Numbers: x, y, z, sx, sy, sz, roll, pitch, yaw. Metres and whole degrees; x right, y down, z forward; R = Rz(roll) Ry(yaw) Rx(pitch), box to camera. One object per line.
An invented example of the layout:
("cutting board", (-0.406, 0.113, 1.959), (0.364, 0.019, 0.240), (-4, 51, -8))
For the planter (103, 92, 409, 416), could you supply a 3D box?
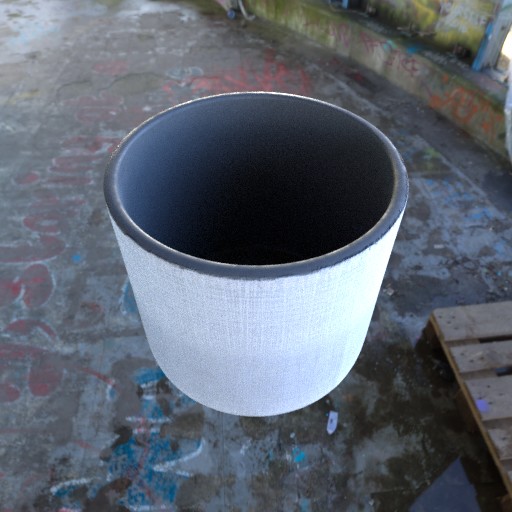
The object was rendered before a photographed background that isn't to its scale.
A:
("planter", (0.000, 0.000, 0.394), (0.221, 0.201, 0.221), (0, 47, 0))
